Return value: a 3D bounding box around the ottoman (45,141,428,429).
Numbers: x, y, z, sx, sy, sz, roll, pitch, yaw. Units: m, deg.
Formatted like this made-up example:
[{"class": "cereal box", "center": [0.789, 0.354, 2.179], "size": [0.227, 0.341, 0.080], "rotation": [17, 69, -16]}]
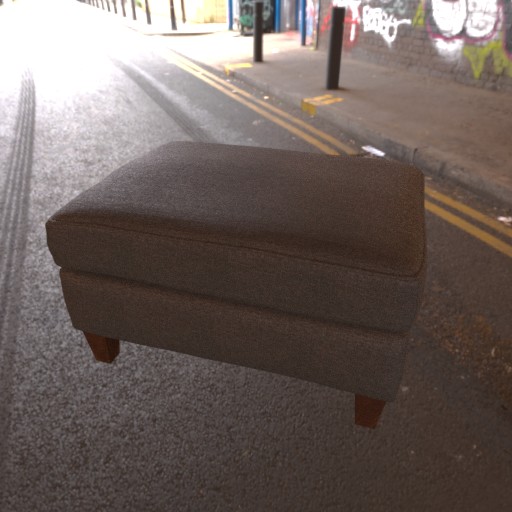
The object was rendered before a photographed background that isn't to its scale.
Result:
[{"class": "ottoman", "center": [0.000, 0.000, 1.216], "size": [0.826, 0.496, 0.639], "rotation": [9, 33, 15]}]
